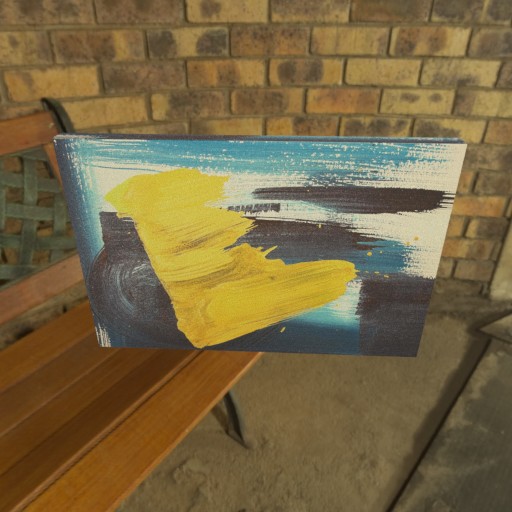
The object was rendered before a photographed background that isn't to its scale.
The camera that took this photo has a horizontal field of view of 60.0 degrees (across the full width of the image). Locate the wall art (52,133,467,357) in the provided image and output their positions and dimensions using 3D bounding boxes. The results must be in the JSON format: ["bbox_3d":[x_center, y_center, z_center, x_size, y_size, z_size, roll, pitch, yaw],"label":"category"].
[{"bbox_3d":[0.000,0.000,0.763,0.609,0.406,0.033,1,30,2],"label":"wall art"}]
